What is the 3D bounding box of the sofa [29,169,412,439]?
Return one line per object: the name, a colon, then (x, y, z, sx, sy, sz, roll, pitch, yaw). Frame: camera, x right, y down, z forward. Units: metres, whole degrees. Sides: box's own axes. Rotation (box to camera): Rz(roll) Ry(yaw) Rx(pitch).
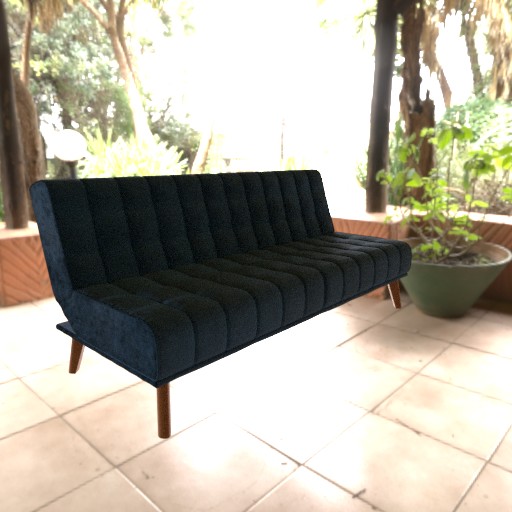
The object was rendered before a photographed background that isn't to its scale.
sofa: (0.000, 0.000, 2.244, 0.855, 0.813, 1.804, 12, 17, 41)
